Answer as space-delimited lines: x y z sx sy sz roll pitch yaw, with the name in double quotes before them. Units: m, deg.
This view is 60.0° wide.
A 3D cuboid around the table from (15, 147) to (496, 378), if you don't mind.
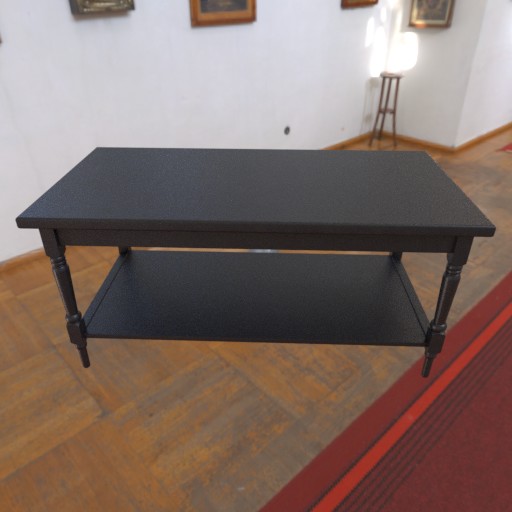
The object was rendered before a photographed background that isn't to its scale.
"table" 0.000 0.000 1.382 1.107 0.510 0.550 1 31 2
